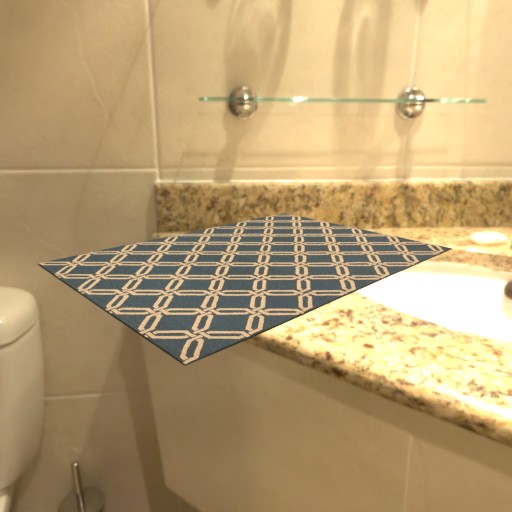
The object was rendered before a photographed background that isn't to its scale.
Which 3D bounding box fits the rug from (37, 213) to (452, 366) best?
[{"bbox_3d":[0.000,0.000,4.392,3.342,0.018,2.432,-16,23,-41],"label":"rug"}]
